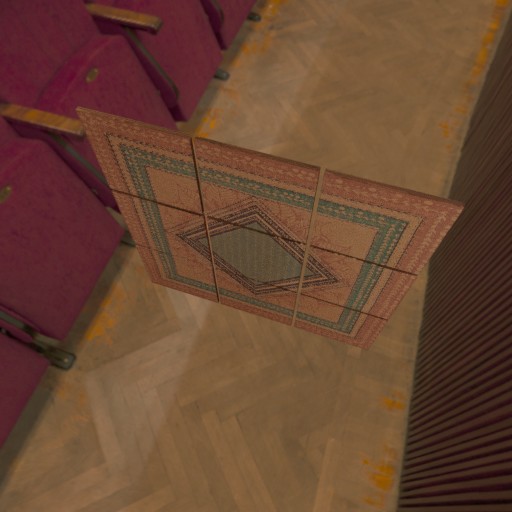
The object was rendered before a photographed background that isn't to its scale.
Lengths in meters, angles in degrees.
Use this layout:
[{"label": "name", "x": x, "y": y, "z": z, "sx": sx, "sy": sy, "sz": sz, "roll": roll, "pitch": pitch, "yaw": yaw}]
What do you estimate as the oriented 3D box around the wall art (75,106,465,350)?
[{"label": "wall art", "x": 0.000, "y": 0.000, "z": 1.390, "sx": 0.915, "sy": 0.914, "sz": 0.013, "roll": 16, "pitch": 61, "yaw": 9}]
